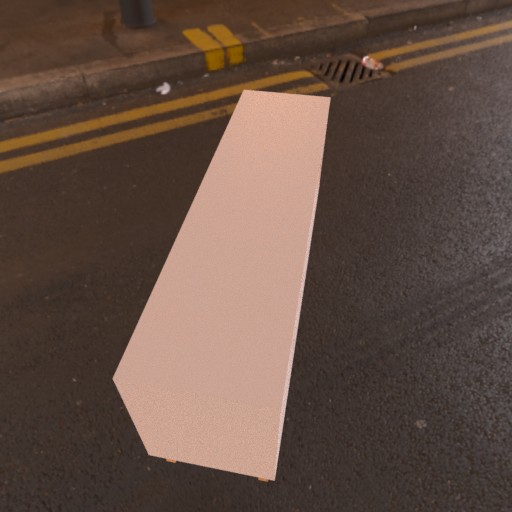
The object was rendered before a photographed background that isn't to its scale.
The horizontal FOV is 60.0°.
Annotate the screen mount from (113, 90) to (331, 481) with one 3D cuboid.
[{"bbox_3d":[0.000,0.000,1.742,0.400,0.619,1.490,8,47,7],"label":"screen mount"}]
